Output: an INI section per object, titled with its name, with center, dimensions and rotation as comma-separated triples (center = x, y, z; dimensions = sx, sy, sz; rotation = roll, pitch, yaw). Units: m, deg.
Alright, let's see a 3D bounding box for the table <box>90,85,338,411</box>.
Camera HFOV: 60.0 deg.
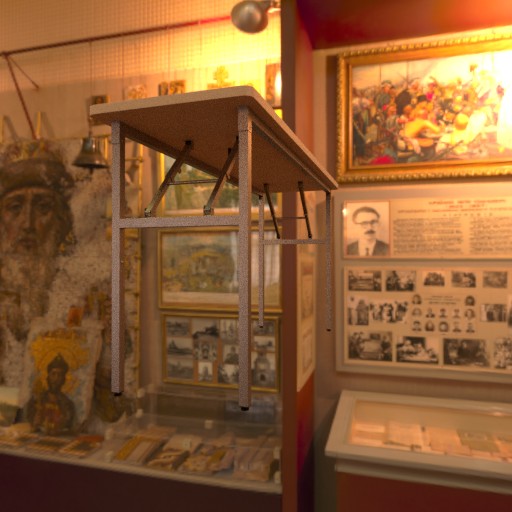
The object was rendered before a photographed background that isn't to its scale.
[table]
center = 0.000, 0.000, 1.712
dimensions = 0.446, 0.750, 1.397
rotation = 0, -1, 18
